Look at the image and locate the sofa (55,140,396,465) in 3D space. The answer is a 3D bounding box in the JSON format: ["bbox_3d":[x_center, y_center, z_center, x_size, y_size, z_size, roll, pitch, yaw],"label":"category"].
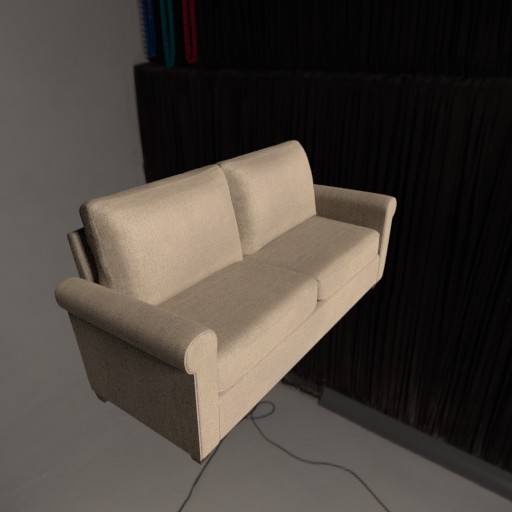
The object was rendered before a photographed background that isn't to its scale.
[{"bbox_3d":[0.000,0.000,2.403,0.842,0.942,1.935,17,30,32],"label":"sofa"}]
